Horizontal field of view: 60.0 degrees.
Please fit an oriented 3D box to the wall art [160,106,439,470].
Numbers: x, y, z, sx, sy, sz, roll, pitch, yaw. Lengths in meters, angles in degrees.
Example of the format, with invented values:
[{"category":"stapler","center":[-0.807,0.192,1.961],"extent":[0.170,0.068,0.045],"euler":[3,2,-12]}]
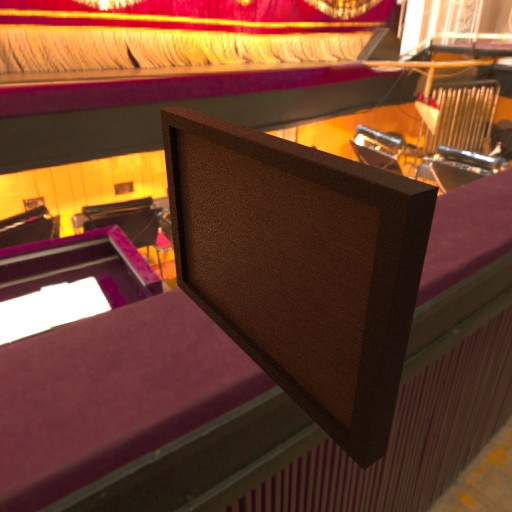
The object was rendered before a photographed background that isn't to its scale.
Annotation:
[{"category":"wall art","center":[0.000,0.000,0.847],"extent":[0.051,0.456,0.671],"euler":[-18,33,-30]}]
